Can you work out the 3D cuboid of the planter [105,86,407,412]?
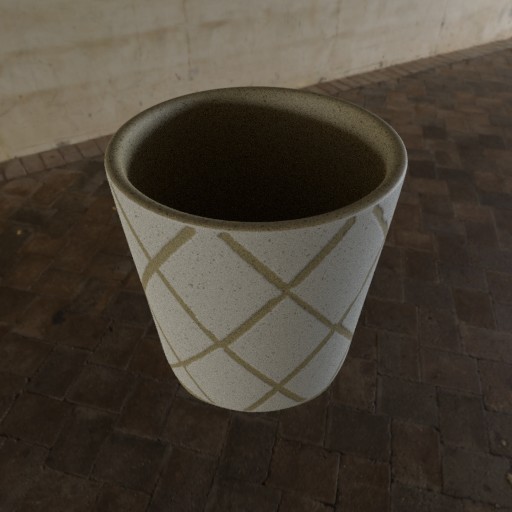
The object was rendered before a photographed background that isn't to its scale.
[{"bbox_3d":[0.000,0.000,0.352,0.191,0.199,0.191,0,41,0],"label":"planter"}]
